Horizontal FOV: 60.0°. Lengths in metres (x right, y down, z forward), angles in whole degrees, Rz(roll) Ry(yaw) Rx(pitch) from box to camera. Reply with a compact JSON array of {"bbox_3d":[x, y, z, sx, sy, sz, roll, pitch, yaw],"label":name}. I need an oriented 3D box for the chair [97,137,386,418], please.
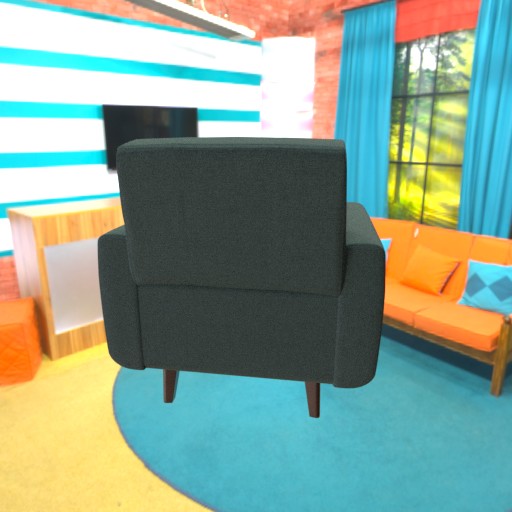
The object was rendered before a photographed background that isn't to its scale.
[{"bbox_3d":[0.000,0.000,1.612,0.831,0.841,0.909,3,16,9],"label":"chair"}]
